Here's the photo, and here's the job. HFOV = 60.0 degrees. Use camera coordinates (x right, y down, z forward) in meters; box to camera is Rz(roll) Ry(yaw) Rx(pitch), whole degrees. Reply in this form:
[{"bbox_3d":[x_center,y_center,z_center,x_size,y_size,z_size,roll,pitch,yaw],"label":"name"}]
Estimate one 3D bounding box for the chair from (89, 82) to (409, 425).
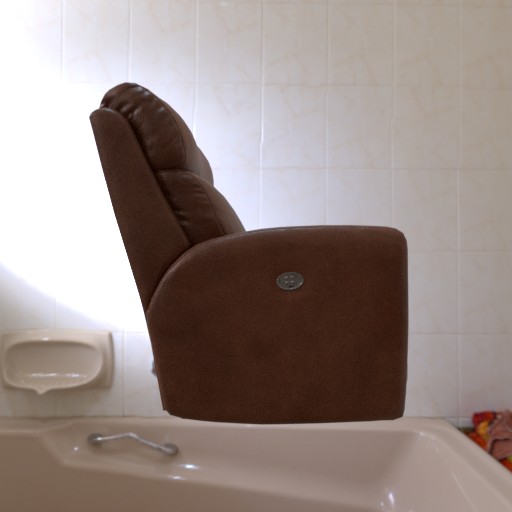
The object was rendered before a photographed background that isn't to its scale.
[{"bbox_3d":[0.000,0.000,1.589,0.939,1.016,0.787,0,-1,1],"label":"chair"}]
